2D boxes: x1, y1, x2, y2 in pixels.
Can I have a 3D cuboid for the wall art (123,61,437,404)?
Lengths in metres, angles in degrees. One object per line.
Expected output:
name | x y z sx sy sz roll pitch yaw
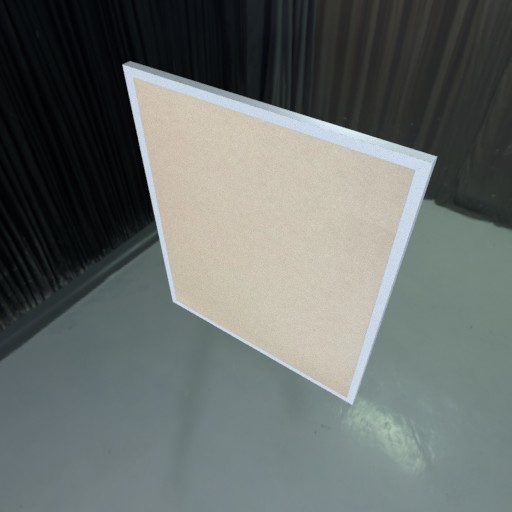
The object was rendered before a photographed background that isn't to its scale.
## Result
wall art | 0.000 0.000 0.629 0.382 0.456 0.013 25 51 23
